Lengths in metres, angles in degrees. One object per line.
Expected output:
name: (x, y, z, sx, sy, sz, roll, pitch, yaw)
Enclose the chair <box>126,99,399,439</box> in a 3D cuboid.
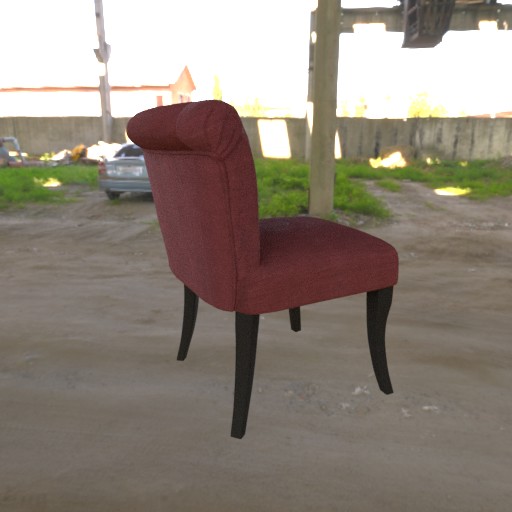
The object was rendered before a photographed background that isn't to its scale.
chair: (0.000, 0.000, 1.202, 0.605, 0.750, 0.582, -7, 16, -27)
